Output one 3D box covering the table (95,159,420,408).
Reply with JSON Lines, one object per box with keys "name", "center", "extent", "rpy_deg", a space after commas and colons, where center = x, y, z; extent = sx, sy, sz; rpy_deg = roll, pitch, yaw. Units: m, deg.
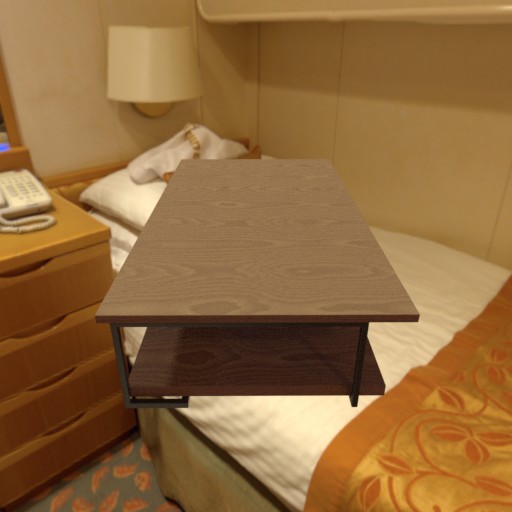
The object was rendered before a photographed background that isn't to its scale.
{"name": "table", "center": [0.000, 0.000, 1.497], "extent": [0.651, 0.347, 1.197], "rpy_deg": [0, 27, 0]}
